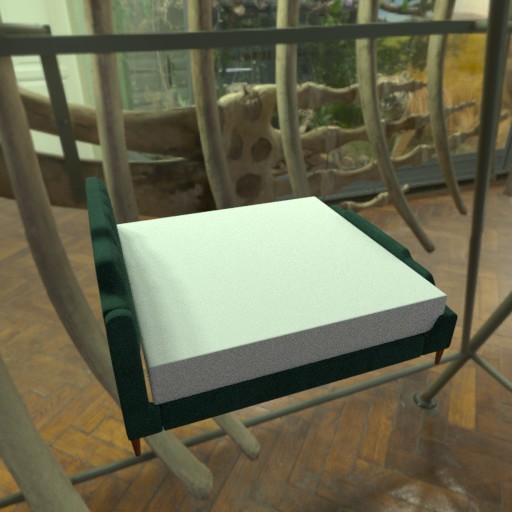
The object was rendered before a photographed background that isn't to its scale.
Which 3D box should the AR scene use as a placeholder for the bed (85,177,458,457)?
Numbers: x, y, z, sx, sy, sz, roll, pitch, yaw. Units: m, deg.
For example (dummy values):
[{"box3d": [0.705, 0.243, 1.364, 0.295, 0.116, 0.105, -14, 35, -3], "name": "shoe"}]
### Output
[{"box3d": [0.000, 0.000, 3.525, 2.340, 1.245, 2.074, -10, 31, -18], "name": "bed"}]
